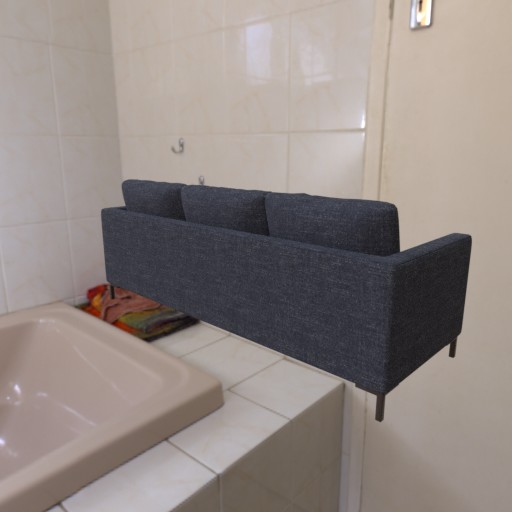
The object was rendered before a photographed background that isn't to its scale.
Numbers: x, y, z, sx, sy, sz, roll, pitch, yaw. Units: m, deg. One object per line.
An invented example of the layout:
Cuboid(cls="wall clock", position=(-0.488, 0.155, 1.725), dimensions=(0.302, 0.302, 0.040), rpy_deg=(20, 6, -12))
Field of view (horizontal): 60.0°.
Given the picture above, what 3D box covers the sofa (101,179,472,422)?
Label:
Cuboid(cls="sofa", position=(0.000, 0.000, 2.705), dimensions=(2.218, 0.874, 0.859), rpy_deg=(13, 19, 42))
